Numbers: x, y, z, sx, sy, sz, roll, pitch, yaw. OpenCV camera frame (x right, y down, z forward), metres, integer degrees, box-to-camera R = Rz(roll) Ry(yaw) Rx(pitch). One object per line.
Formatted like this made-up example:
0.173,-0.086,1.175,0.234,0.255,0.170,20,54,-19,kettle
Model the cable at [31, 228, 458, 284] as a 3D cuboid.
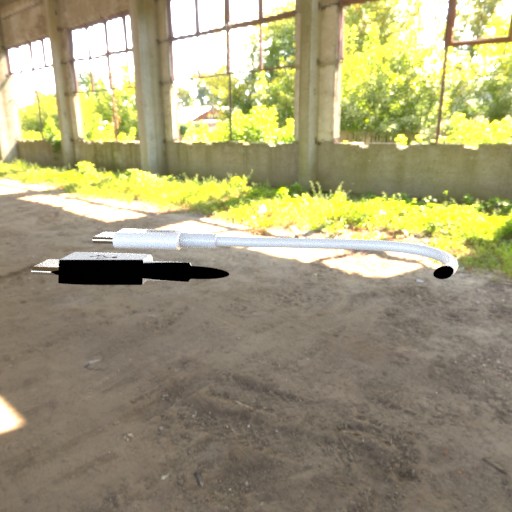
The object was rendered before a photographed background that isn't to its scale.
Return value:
0.000,0.000,0.113,0.098,0.006,0.040,2,16,7,cable
